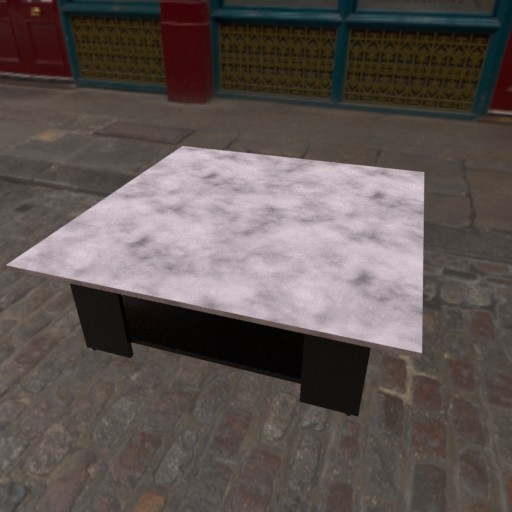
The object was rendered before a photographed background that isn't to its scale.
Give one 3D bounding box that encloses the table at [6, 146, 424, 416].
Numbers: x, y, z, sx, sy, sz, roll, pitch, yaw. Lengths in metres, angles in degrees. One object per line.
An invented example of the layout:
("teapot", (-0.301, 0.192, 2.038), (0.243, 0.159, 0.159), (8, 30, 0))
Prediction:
("table", (0.000, 0.000, 1.316), (0.890, 0.305, 0.890), (10, 33, 15))
